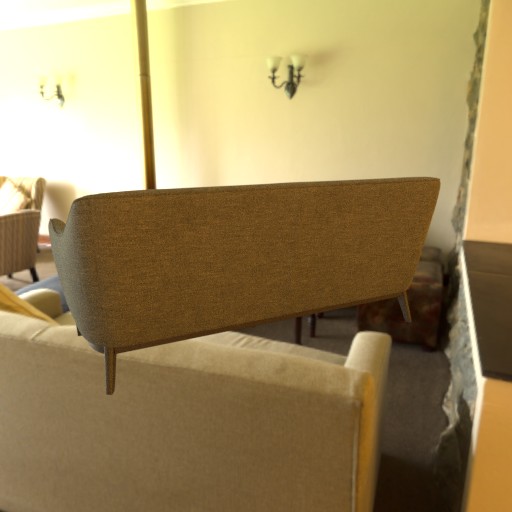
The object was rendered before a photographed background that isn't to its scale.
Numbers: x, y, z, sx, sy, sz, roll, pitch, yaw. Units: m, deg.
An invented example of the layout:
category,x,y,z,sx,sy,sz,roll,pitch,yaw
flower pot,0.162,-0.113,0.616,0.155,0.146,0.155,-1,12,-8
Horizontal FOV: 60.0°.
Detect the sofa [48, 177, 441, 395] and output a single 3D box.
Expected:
category,x,y,z,sx,sy,sz,roll,pitch,yaw
sofa,0.000,0.000,2.335,1.928,0.829,0.867,-7,16,-26
